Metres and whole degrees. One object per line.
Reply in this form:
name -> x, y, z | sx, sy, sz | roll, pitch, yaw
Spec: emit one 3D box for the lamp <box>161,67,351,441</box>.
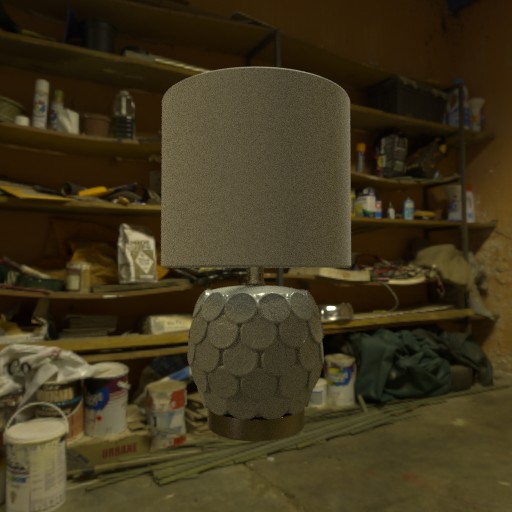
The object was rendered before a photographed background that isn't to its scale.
lamp -> 0.000, 0.000, 0.607 | 0.254, 0.452, 0.254 | 0, -2, 0
